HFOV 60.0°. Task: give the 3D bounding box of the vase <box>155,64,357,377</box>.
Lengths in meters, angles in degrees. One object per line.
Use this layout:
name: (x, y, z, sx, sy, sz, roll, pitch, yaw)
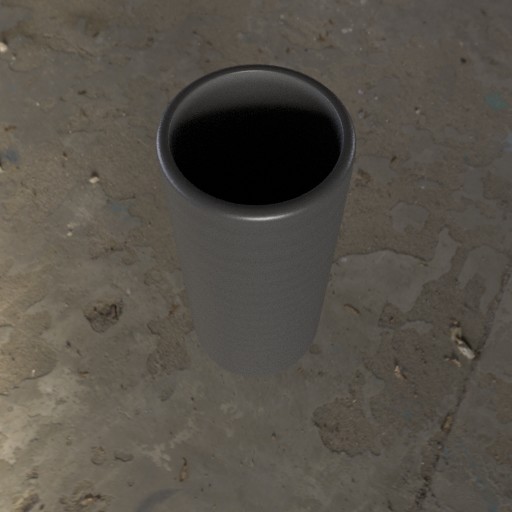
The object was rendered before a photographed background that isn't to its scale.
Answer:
vase: (0.000, 0.000, 0.360, 0.136, 0.289, 0.136, -36, 69, -16)
